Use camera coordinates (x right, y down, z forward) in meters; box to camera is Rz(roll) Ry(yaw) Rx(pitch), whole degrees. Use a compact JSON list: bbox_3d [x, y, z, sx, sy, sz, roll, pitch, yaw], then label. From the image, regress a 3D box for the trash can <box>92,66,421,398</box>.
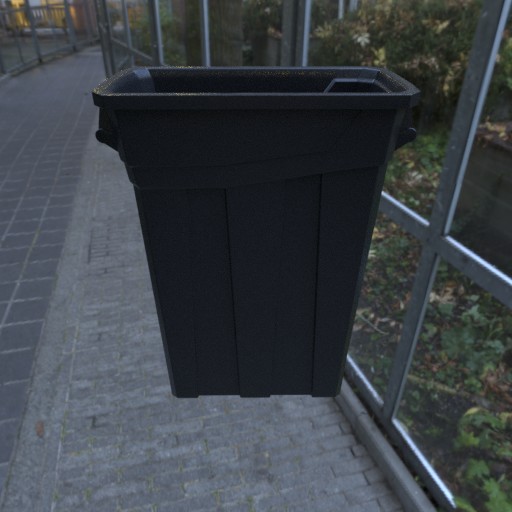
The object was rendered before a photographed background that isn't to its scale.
[{"bbox_3d":[0.000,0.000,1.010,0.559,0.762,0.281,0,32,0],"label":"trash can"}]
